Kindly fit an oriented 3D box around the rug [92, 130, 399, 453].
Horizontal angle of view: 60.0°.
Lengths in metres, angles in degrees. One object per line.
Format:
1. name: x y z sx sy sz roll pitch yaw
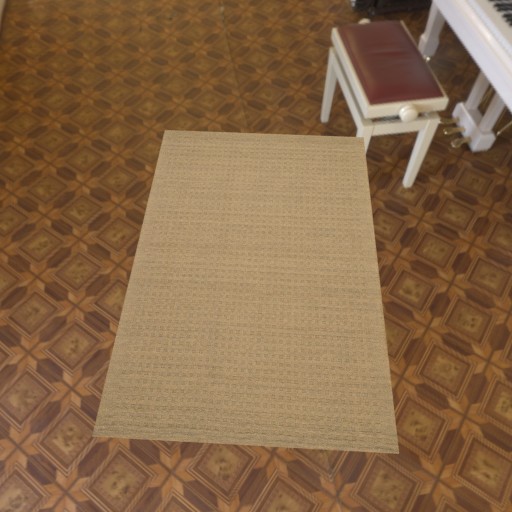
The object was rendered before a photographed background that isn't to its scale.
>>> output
1. rug: 0.000 0.000 3.637 1.981 0.006 2.895 3 57 2
